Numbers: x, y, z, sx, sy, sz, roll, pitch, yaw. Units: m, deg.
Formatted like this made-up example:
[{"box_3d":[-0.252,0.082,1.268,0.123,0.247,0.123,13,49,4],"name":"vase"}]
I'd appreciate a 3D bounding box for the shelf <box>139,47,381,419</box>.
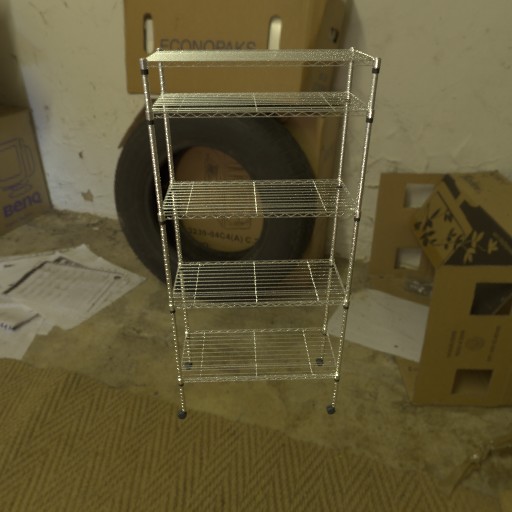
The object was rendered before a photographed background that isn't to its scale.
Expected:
[{"box_3d":[0.000,0.000,1.893,0.762,1.587,0.356,-1,30,-2],"name":"shelf"}]
